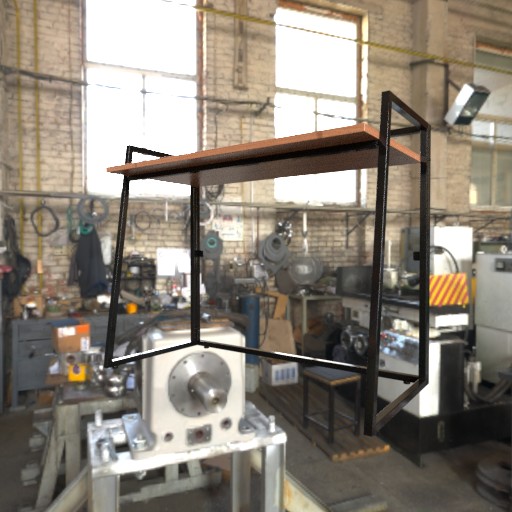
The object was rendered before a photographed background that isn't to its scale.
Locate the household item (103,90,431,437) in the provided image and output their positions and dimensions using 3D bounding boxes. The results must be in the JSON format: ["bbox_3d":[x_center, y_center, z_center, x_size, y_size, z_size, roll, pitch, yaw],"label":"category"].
[{"bbox_3d":[0.000,0.000,1.558,1.050,0.860,0.510,1,1,36],"label":"household item"}]
